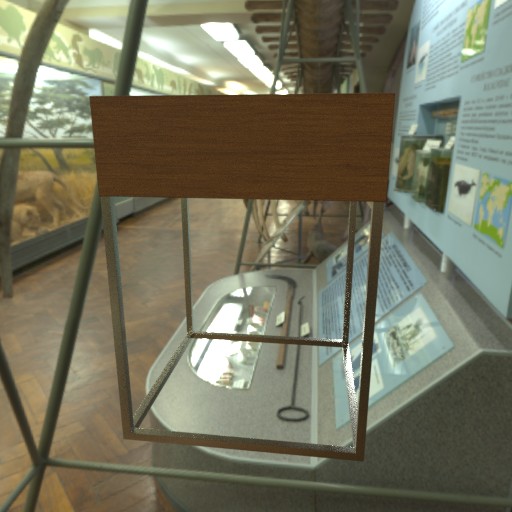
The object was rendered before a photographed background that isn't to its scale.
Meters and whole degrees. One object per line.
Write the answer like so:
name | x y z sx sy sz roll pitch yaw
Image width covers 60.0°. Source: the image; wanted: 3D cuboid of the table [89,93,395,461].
table | 0.000 0.000 0.830 0.397 0.540 0.398 2 16 7
